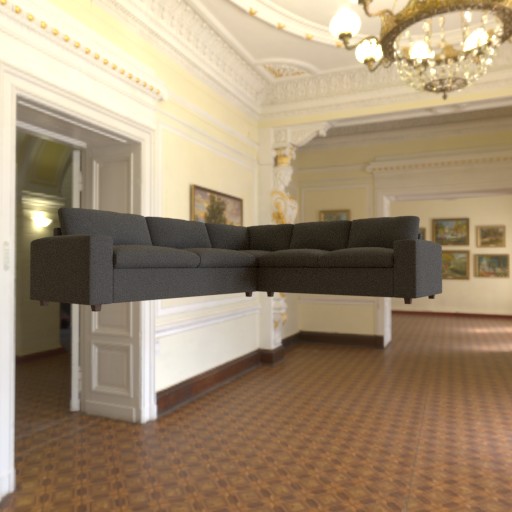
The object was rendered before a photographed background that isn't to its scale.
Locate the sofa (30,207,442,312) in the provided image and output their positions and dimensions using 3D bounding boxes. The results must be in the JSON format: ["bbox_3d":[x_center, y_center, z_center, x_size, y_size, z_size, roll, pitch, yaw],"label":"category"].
[{"bbox_3d":[0.000,0.000,4.636,2.895,0.965,3.277,-1,-1,37],"label":"sofa"}]
